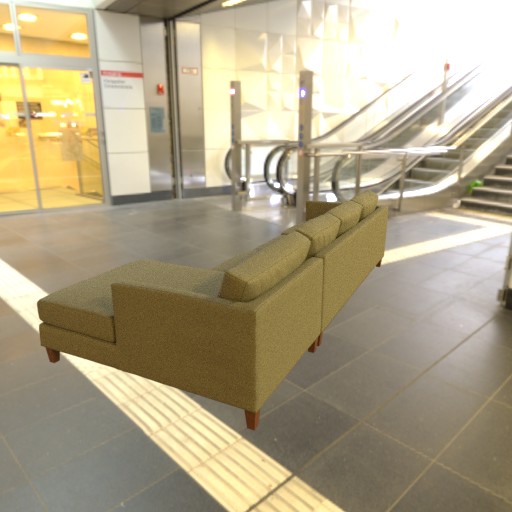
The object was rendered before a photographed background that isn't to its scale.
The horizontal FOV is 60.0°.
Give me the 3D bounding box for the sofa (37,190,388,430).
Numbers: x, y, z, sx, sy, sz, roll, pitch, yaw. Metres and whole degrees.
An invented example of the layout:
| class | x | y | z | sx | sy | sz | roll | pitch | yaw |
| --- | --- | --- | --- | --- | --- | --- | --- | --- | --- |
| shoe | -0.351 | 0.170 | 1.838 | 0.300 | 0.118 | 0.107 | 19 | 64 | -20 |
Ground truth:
| class | x | y | z | sx | sy | sz | roll | pitch | yaw |
| --- | --- | --- | --- | --- | --- | --- | --- | --- | --- |
| sofa | 0.000 | 0.000 | 3.865 | 1.625 | 0.861 | 3.186 | 8 | 19 | 26 |
